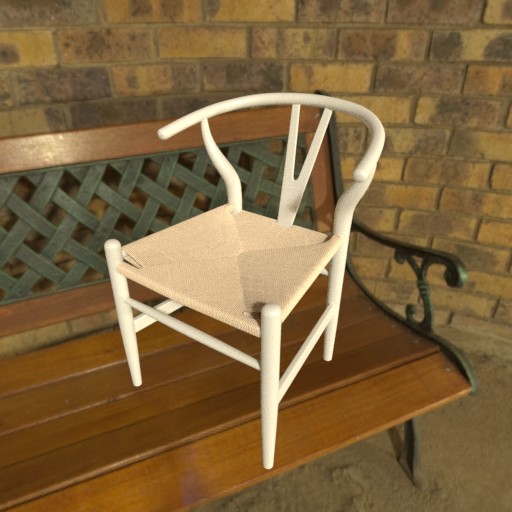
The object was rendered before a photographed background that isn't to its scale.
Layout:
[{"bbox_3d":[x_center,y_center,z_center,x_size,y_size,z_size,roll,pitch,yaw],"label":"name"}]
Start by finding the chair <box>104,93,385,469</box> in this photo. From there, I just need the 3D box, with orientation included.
[{"bbox_3d":[0.000,0.000,1.163,0.569,0.730,0.579,19,35,30],"label":"chair"}]
